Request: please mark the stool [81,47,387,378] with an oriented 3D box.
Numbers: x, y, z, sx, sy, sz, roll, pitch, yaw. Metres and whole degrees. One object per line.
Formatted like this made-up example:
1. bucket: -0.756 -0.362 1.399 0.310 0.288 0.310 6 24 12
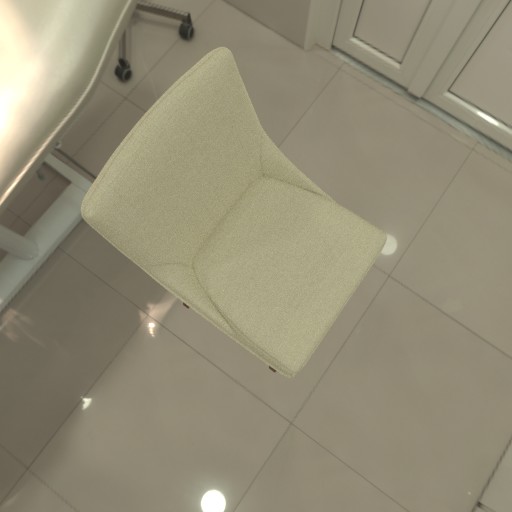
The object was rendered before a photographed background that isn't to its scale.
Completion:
1. stool: 0.000 0.000 1.298 0.559 0.991 0.469 35 79 8
